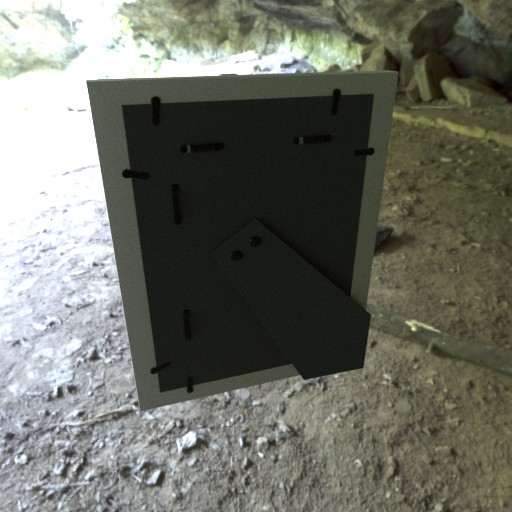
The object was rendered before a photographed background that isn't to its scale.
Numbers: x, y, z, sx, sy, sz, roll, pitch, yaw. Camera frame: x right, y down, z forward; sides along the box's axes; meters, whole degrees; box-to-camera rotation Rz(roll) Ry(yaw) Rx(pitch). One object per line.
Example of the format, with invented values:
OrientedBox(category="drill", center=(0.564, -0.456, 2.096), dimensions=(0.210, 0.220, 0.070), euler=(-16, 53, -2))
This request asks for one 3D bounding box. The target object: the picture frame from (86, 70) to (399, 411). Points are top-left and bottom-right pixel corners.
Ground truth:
OrientedBox(category="picture frame", center=(0.000, 0.000, 0.511), dimensions=(0.307, 0.386, 0.036), euler=(-8, 28, -16))
